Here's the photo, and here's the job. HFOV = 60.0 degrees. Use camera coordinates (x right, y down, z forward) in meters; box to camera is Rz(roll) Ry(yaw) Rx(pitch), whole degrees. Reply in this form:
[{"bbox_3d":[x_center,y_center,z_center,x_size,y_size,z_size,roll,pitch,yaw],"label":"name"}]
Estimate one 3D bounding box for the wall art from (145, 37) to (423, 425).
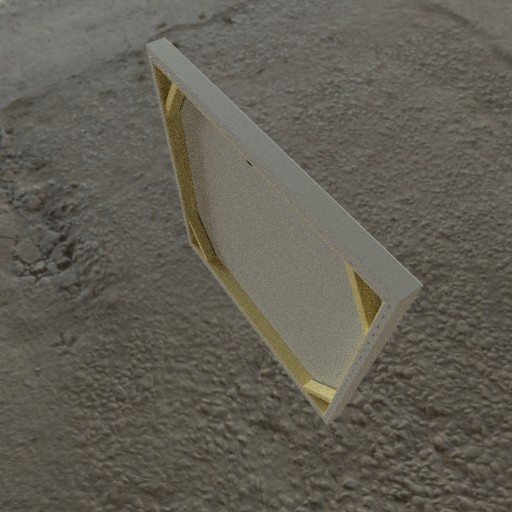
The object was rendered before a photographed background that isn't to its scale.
[{"bbox_3d":[0.000,0.000,0.892,0.038,0.610,0.610,-31,62,-18],"label":"wall art"}]
